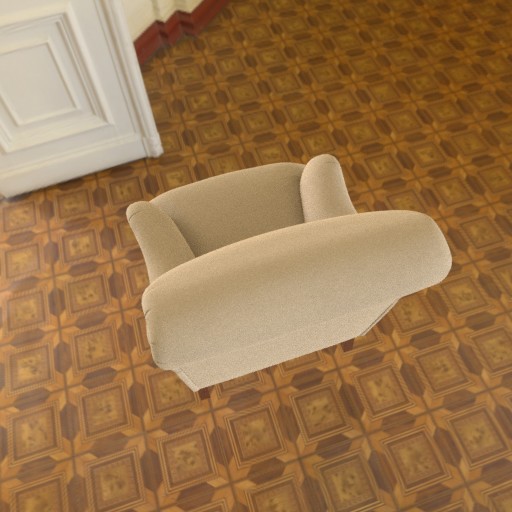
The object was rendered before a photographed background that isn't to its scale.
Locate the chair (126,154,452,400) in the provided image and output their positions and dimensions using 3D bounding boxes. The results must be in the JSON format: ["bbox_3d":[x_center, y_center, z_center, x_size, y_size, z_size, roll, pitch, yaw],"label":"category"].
[{"bbox_3d":[0.000,0.000,1.535,0.766,0.942,0.842,-16,60,-9],"label":"chair"}]
